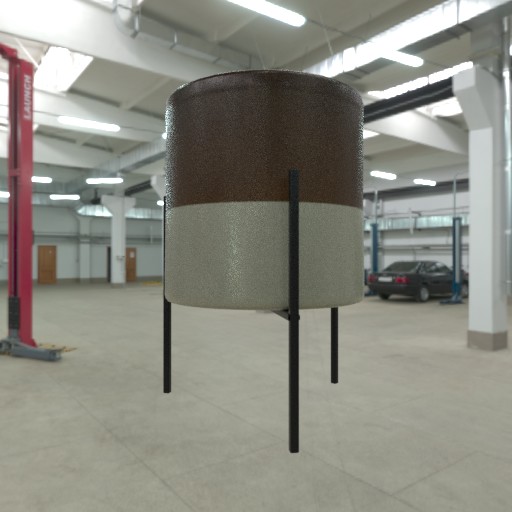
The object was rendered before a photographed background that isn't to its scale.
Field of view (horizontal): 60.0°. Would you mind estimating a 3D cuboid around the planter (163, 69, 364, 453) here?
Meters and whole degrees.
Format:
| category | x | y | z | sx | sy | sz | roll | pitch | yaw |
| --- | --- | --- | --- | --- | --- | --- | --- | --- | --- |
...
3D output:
| category | x | y | z | sx | sy | sz | roll | pitch | yaw |
| --- | --- | --- | --- | --- | --- | --- | --- | --- | --- |
| planter | 0.000 | 0.000 | 0.565 | 0.269 | 0.375 | 0.255 | 0 | 0 | 18 |
